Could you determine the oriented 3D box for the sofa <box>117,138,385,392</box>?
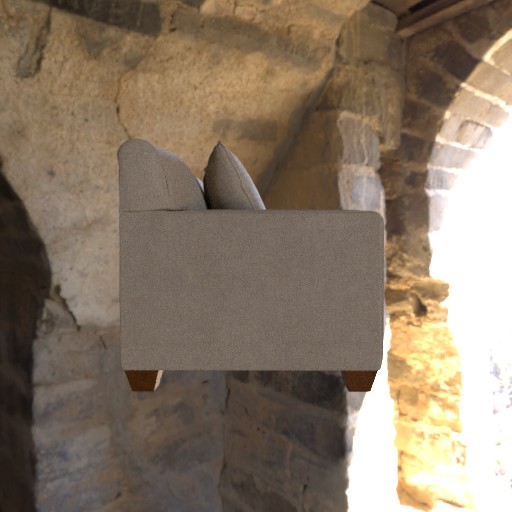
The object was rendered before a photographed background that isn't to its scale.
[{"bbox_3d":[0.000,0.000,2.577,0.997,0.958,2.024,0,1,0],"label":"sofa"}]
